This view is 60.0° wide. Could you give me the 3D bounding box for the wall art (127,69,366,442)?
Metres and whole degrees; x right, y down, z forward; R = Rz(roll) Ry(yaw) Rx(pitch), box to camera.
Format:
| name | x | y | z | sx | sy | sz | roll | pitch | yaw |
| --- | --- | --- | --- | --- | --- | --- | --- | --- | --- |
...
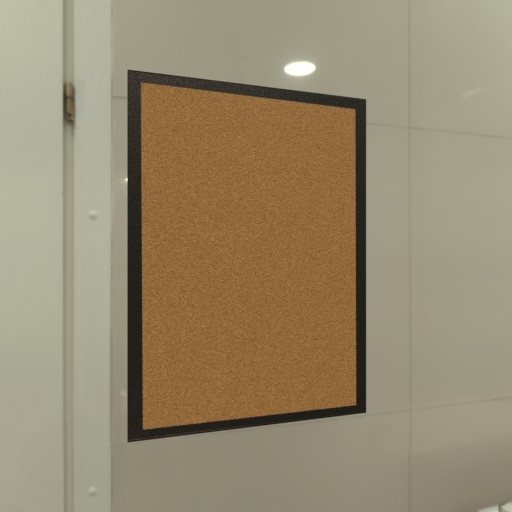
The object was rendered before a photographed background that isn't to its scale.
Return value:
| name | x | y | z | sx | sy | sz | roll | pitch | yaw |
| --- | --- | --- | --- | --- | --- | --- | --- | --- | --- |
| wall art | 0.000 | 0.000 | 0.862 | 0.480 | 0.657 | 0.016 | 0 | 0 | -18 |
